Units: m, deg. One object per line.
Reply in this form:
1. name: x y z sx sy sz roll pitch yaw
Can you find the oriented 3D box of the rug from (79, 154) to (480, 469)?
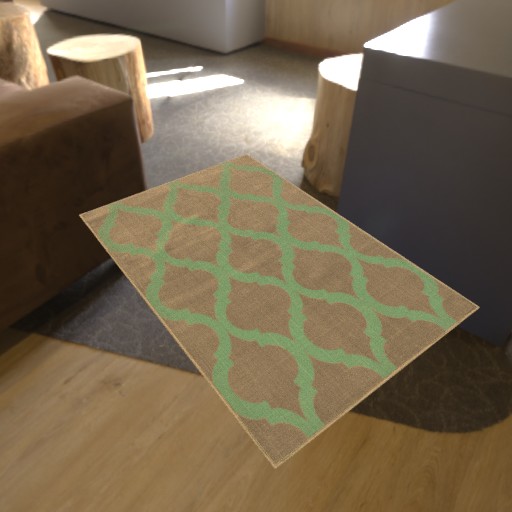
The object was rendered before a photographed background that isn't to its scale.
1. rug: 0.000 0.000 2.910 1.524 0.006 2.286 -27 48 -27
